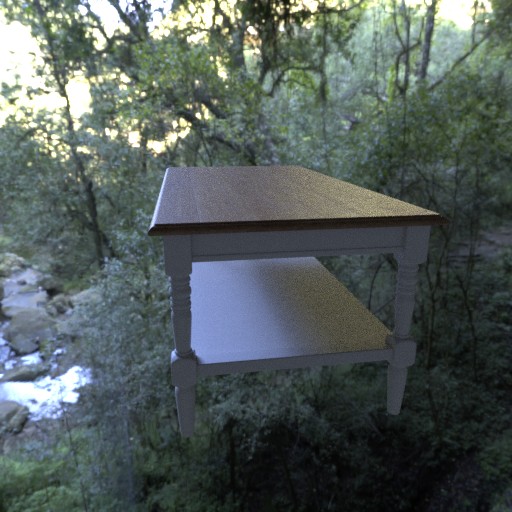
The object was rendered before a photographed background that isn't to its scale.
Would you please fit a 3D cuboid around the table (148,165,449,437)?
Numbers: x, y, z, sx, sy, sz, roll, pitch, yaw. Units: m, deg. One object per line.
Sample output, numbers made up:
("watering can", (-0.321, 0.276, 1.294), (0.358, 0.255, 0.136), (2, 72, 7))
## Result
("table", (0.000, 0.000, 1.388), (0.559, 0.458, 1.118), (-3, 17, -9))
